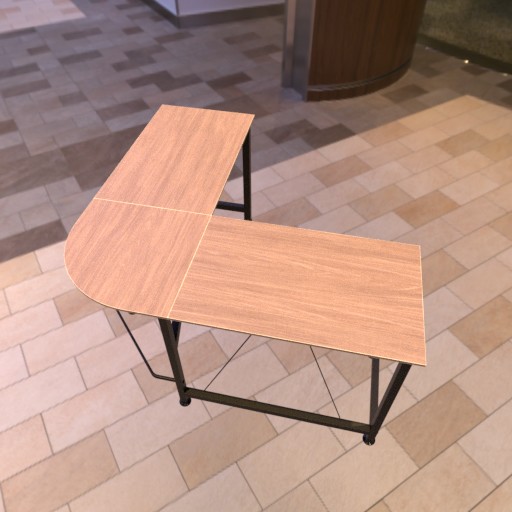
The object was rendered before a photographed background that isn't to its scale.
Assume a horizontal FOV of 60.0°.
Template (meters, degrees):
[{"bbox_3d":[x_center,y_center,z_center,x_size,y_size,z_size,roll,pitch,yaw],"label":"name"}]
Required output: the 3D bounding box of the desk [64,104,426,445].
[{"bbox_3d":[0.000,0.000,2.243,1.400,0.762,1.400,9,47,8],"label":"desk"}]
